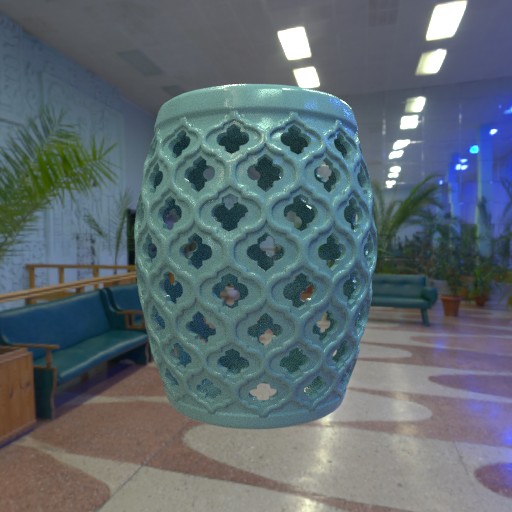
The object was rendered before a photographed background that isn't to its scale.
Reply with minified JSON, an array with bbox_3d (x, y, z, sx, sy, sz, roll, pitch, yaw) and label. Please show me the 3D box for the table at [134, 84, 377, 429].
[{"bbox_3d":[0.000,0.000,0.616,0.325,0.388,0.325,0,3,0],"label":"table"}]
